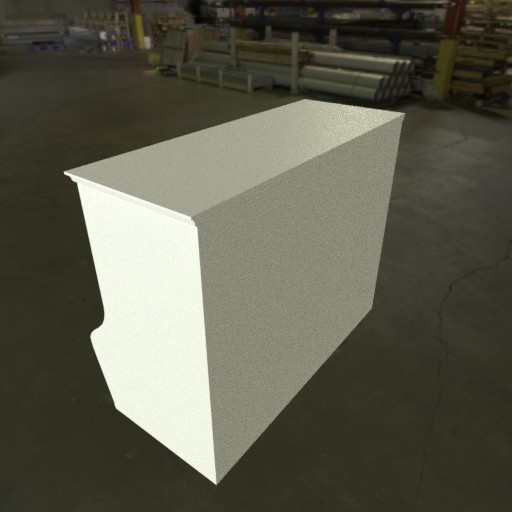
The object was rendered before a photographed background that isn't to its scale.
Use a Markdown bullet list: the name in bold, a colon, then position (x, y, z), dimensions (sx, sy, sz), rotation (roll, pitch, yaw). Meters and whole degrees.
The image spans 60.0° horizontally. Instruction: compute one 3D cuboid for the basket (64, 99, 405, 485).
- **basket**: position (0.000, 0.000, 1.138), dimensions (0.376, 0.625, 0.792), rotation (21, 36, 31)
